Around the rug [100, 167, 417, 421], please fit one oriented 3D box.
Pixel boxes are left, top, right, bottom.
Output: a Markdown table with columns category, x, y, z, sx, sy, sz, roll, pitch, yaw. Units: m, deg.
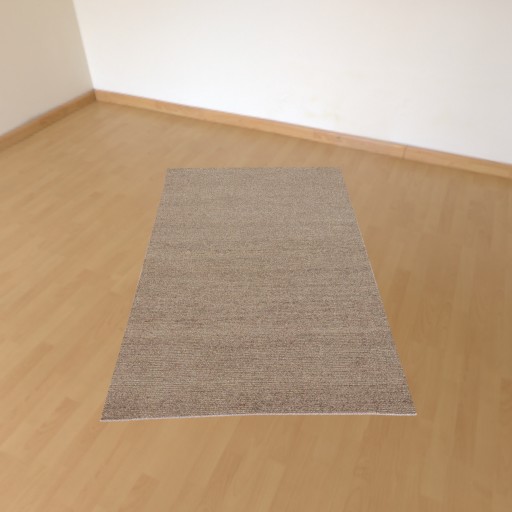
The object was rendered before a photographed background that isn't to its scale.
| category | x | y | z | sx | sy | sz | roll | pitch | yaw |
| --- | --- | --- | --- | --- | --- | --- | --- | --- | --- |
| rug | 0.000 | 0.000 | 2.278 | 1.154 | 0.021 | 1.792 | 0 | 41 | -1 |
